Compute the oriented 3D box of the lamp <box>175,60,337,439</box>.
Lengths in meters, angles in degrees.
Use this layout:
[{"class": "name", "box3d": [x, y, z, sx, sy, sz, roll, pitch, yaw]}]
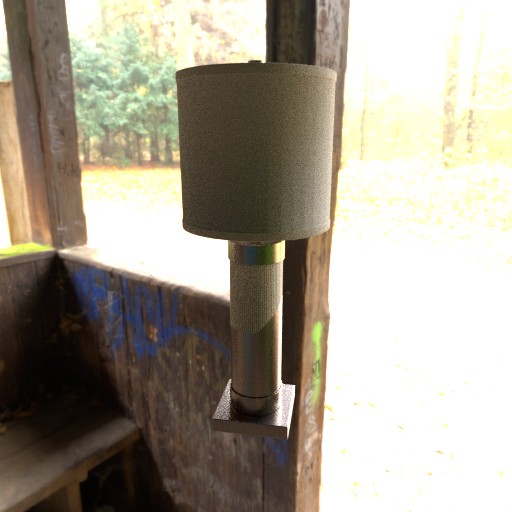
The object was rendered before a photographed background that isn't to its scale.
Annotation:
[{"class": "lamp", "box3d": [0.000, 0.000, 0.627, 0.202, 0.509, 0.202, 3, 16, 10]}]
